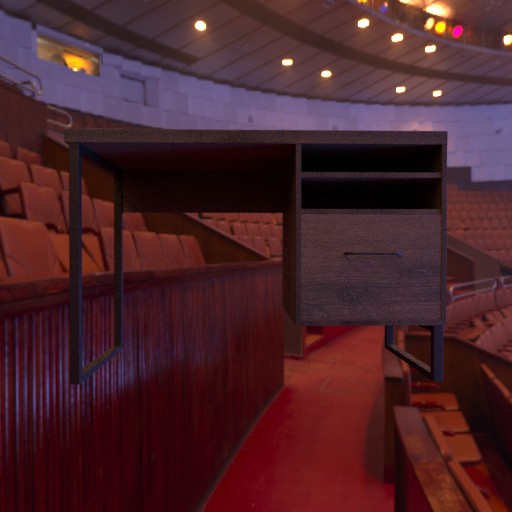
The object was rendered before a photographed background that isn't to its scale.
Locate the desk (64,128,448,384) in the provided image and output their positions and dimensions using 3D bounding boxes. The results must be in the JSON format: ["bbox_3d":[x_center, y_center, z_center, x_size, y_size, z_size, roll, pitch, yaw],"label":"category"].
[{"bbox_3d":[0.000,0.000,1.534,1.134,0.752,0.511,0,1,-1],"label":"desk"}]
